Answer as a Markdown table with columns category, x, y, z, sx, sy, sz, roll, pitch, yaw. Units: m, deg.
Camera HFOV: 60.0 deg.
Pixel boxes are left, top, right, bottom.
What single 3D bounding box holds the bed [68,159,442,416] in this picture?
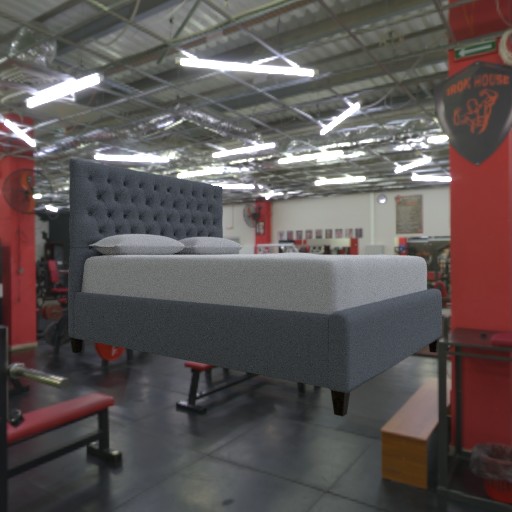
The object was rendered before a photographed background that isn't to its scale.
| category | x | y | z | sx | sy | sz | roll | pitch | yaw |
| --- | --- | --- | --- | --- | --- | --- | --- | --- | --- |
| bed | 0.000 | 0.000 | 3.287 | 2.231 | 1.427 | 1.698 | 0 | 1 | 36 |
